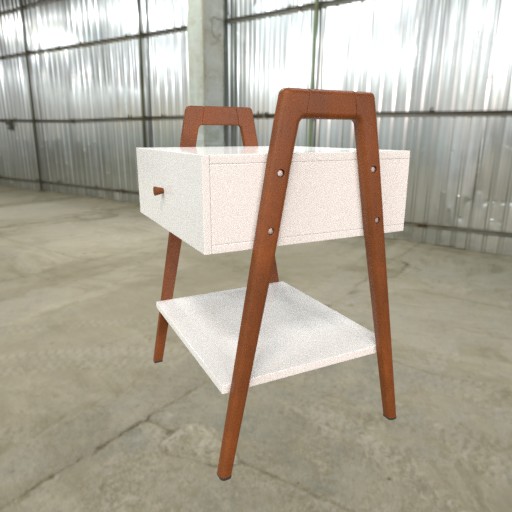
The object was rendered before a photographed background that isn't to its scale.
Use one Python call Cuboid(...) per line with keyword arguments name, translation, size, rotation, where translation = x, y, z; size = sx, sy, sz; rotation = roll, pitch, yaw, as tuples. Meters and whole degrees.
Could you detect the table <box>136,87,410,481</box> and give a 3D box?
Cuboid(name="table", translation=(0.000, 0.000, 0.916), size=(0.405, 0.610, 0.457), rotation=(-7, 17, -26))
